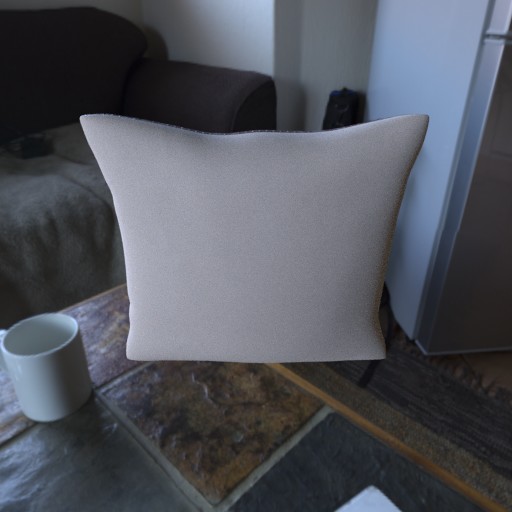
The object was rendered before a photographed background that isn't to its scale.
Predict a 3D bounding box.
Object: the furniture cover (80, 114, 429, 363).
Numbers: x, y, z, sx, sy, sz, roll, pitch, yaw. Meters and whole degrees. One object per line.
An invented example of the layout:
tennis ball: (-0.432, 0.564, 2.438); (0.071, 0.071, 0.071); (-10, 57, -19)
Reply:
furniture cover: (0.000, 0.000, 0.817); (0.552, 0.509, 0.193); (0, 30, 0)
